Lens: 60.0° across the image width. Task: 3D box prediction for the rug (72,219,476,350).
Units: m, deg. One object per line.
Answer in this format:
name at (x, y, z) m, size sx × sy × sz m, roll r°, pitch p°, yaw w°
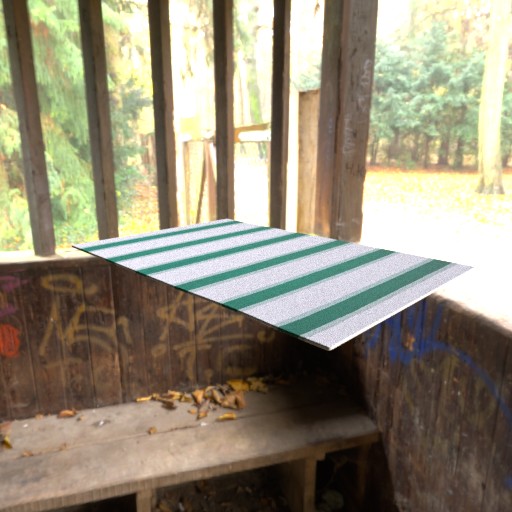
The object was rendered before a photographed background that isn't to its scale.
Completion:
rug at (0.000, 0.000, 2.370) m, size 1.829 × 0.012 × 1.210 m, roll 15°, pitch 21°, yaw 43°
